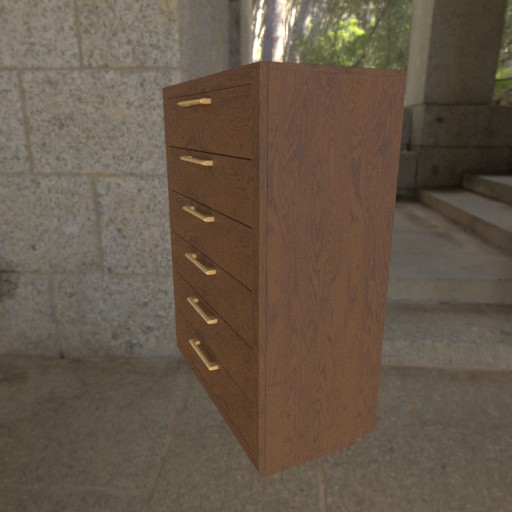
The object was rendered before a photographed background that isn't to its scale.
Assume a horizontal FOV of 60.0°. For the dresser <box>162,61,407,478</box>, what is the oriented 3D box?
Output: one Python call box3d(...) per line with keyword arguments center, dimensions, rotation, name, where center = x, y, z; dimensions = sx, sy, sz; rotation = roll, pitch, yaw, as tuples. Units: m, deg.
box3d(center=(0.000, 0.000, 1.788), dimensions=(0.516, 1.320, 0.964), rotation=(-8, 18, -25), name="dresser")
